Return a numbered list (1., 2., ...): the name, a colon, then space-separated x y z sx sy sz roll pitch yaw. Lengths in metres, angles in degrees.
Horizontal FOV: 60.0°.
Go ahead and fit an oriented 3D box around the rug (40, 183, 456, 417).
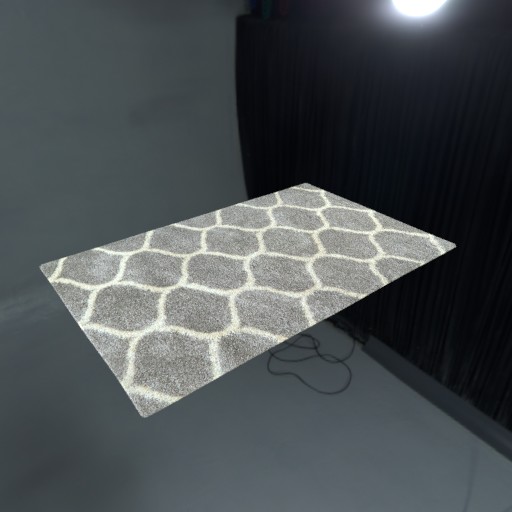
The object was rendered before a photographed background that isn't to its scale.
1. rug: 0.000 0.000 2.942 2.348 0.025 1.501 -22 37 -32
